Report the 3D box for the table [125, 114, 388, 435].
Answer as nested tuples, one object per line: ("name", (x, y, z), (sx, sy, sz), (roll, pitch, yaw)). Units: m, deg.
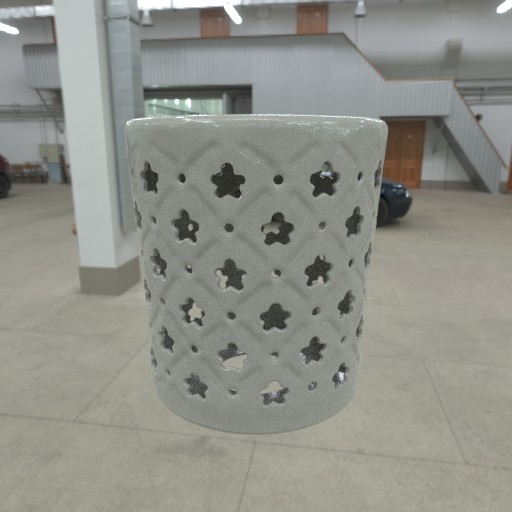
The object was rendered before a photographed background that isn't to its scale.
("table", (0.000, 0.000, 0.657), (0.352, 0.387, 0.352), (0, 14, 0))
